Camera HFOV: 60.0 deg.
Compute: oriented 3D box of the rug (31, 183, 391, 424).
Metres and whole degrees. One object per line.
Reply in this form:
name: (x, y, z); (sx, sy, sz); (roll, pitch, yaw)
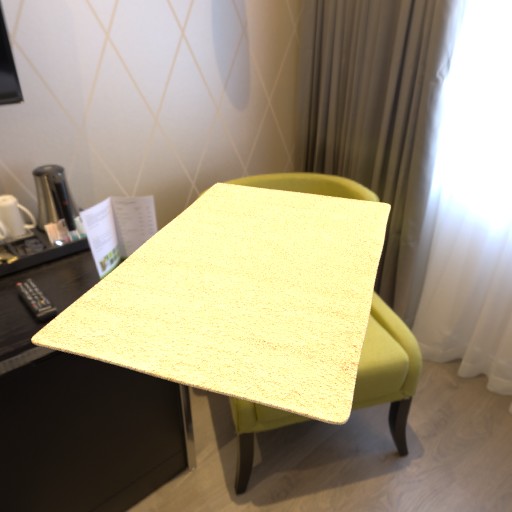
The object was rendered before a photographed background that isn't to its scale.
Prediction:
rug: (0.000, 0.000, 3.364); (1.798, 0.025, 2.698); (10, 31, 16)
